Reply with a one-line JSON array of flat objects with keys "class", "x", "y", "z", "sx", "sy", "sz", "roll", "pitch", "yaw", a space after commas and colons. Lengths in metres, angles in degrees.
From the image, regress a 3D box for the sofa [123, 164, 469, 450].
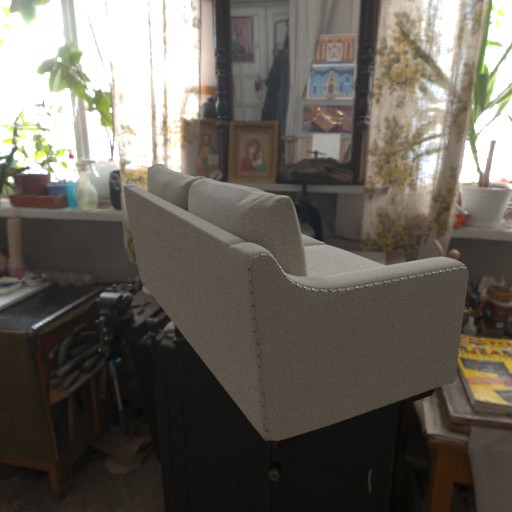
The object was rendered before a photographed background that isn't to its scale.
[{"class": "sofa", "x": 0.000, "y": 0.000, "z": 2.629, "sx": 1.104, "sy": 0.983, "sz": 2.107, "roll": -8, "pitch": 18, "yaw": -26}]
